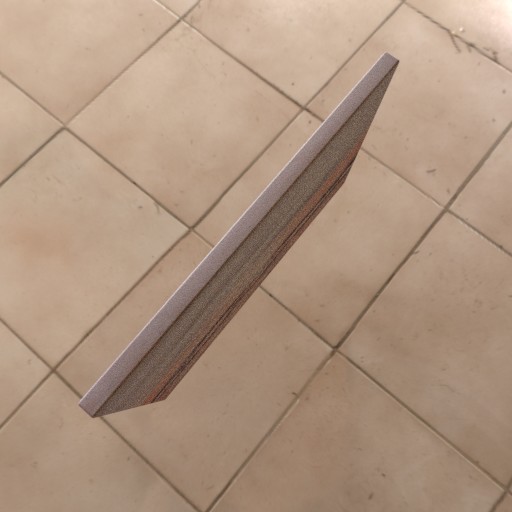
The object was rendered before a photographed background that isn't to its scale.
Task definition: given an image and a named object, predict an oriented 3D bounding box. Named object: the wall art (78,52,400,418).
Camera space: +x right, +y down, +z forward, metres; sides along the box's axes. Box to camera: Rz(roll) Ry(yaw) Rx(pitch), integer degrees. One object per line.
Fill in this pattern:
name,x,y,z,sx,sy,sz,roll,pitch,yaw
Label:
wall art,0.000,0.000,1.131,0.038,0.609,0.913,38,78,10
